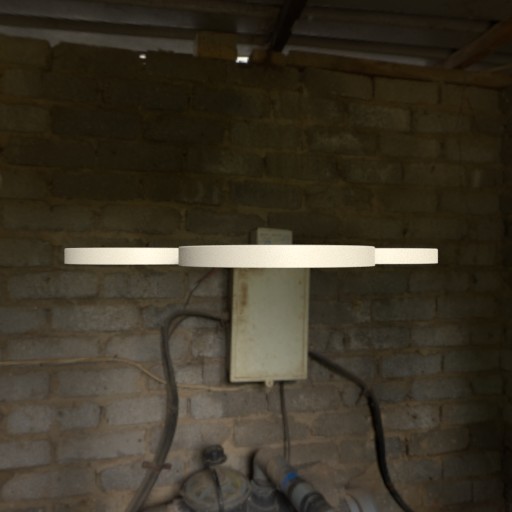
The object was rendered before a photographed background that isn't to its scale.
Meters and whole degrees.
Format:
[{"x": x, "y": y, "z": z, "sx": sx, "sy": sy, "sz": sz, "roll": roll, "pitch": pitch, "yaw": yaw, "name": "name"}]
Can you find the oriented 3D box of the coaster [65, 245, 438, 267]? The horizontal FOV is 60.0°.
[{"x": 0.000, "y": 0.000, "z": 0.330, "sx": 0.224, "sy": 0.010, "sz": 0.220, "roll": 0, "pitch": 0, "yaw": 38, "name": "coaster"}]
